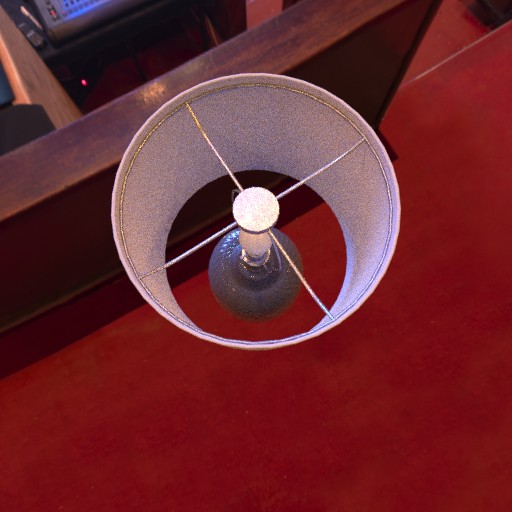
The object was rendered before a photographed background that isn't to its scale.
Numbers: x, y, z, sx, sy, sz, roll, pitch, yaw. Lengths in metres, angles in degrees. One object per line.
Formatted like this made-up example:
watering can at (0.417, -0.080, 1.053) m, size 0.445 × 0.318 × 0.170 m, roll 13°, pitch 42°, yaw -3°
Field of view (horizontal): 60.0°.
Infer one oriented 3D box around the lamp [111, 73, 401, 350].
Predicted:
lamp at (0.000, 0.000, 0.495) m, size 0.207 × 0.366 × 0.207 m, roll -32°, pitch 80°, yaw -7°
